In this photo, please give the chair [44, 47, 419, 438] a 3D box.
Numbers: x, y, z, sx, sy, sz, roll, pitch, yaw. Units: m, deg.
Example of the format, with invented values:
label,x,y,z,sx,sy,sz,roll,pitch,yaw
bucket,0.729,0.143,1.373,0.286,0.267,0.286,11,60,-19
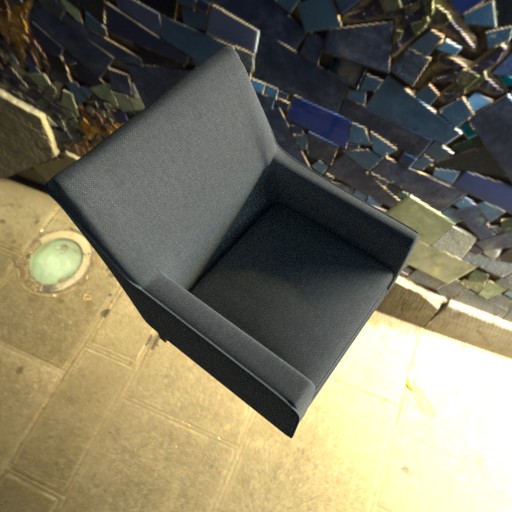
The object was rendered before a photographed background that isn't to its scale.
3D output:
label,x,y,z,sx,sy,sz,roll,pitch,yaw
chair,0.000,0.000,1.597,0.899,0.919,0.780,33,65,18
